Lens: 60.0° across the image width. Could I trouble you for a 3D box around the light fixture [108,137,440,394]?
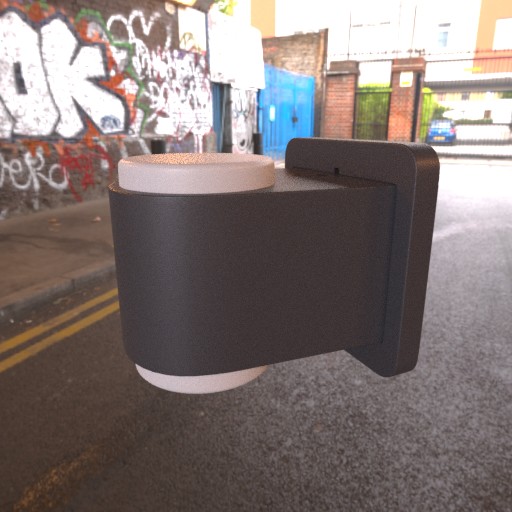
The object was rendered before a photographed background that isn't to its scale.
[{"bbox_3d":[0.000,0.000,0.217,0.132,0.109,0.109,-8,18,-24],"label":"light fixture"}]
